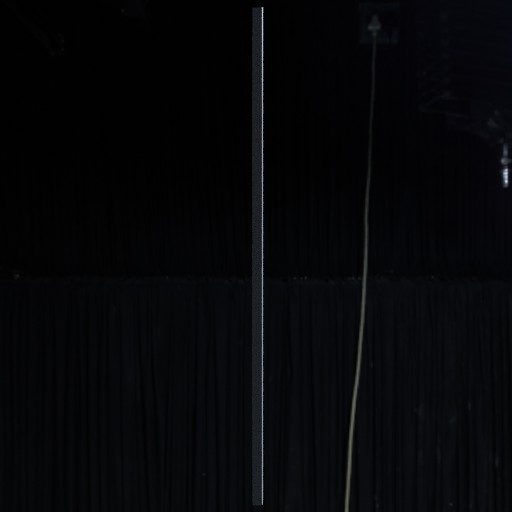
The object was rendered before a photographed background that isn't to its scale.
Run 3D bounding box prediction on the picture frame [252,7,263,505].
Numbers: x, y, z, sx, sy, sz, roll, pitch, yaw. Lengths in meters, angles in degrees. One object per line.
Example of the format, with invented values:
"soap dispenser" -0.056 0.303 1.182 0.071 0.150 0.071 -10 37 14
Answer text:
"picture frame" 0.000 0.000 0.814 0.013 0.657 0.457 0 0 -1
